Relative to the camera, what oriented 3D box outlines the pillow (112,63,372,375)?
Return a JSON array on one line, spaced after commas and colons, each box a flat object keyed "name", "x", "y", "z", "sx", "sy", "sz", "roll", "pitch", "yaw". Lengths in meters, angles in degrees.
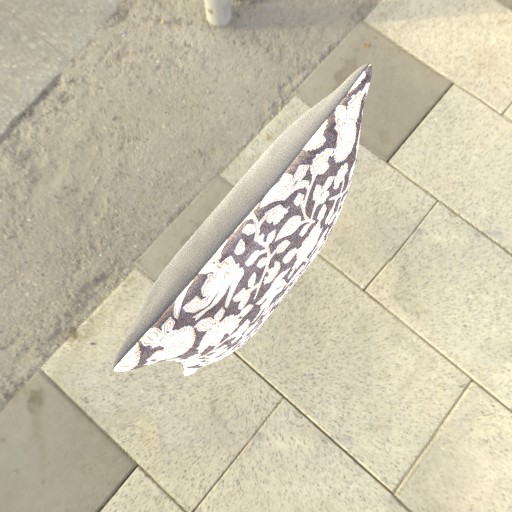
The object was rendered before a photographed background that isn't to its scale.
[{"name": "pillow", "x": 0.000, "y": 0.000, "z": 0.803, "sx": 0.166, "sy": 0.507, "sz": 0.526, "roll": 37, "pitch": 78, "yaw": 9}]
